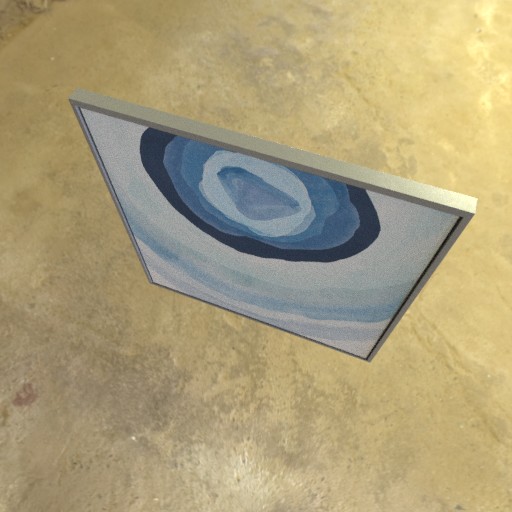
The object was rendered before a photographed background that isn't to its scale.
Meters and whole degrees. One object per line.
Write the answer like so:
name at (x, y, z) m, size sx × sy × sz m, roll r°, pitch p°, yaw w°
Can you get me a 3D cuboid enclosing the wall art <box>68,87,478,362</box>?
wall art at (0.000, 0.000, 1.179) m, size 0.809 × 0.807 × 0.038 m, roll 18°, pitch 61°, yaw 11°
